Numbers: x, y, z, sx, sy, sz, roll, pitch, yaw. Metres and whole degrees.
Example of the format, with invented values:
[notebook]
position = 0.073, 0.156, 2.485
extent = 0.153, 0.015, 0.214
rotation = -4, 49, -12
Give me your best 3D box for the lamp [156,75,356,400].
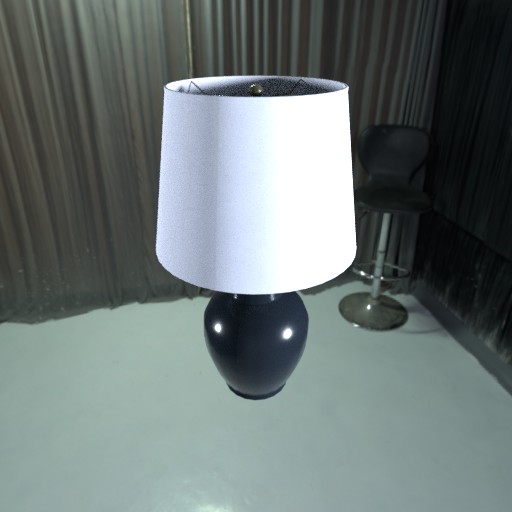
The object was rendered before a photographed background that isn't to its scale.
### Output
[lamp]
position = 0.000, 0.000, 0.550
extent = 0.239, 0.399, 0.239
rotation = 0, 27, 0
